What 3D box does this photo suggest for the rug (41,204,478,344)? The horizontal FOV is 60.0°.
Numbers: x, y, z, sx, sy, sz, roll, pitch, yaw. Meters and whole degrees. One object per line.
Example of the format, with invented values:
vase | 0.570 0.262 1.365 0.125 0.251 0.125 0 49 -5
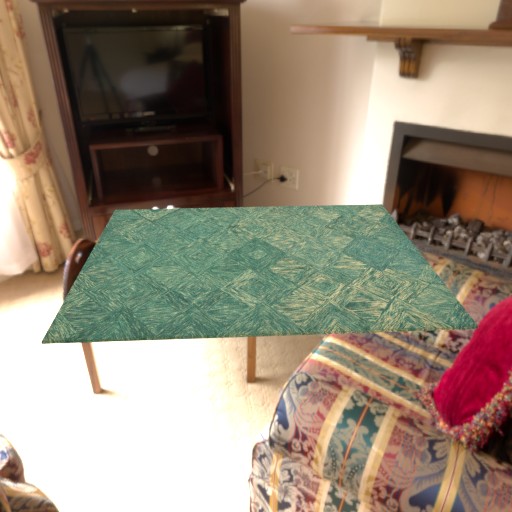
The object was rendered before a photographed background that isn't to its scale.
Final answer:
rug | 0.000 0.000 4.298 3.217 0.027 2.405 -2 29 -3
